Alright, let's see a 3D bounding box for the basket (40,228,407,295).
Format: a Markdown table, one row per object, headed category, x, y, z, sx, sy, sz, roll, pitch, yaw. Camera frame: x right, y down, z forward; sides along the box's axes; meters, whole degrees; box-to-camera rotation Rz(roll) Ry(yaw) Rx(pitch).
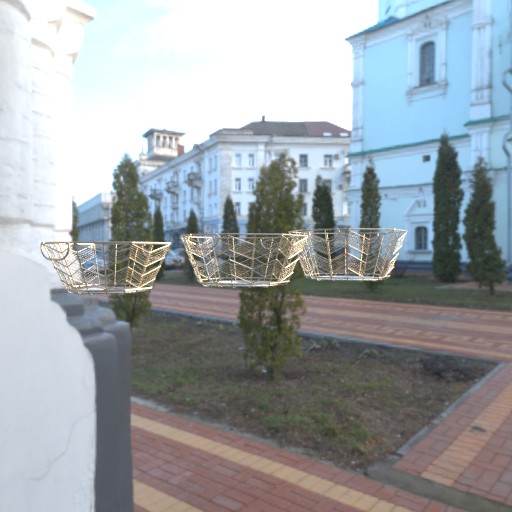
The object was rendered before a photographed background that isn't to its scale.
| category | x | y | z | sx | sy | sz | roll | pitch | yaw |
| --- | --- | --- | --- | --- | --- | --- | --- | --- | --- |
| basket | 0.000 | 0.000 | 1.405 | 1.246 | 0.178 | 0.432 | -1 | 1 | -35 |
